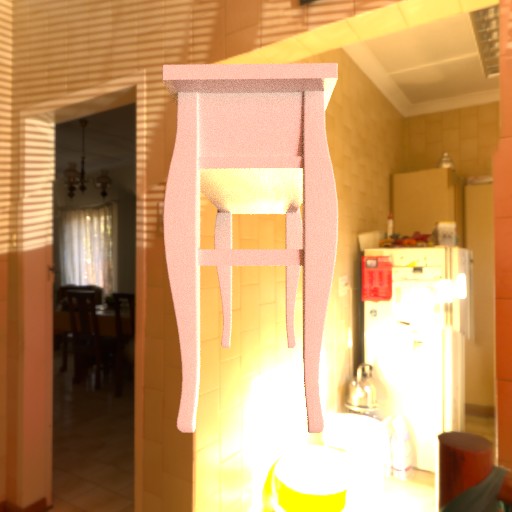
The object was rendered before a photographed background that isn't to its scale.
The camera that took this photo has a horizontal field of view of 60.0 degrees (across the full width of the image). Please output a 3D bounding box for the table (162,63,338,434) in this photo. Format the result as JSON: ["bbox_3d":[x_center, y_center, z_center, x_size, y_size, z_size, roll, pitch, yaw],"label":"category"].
[{"bbox_3d":[0.000,0.000,1.426,0.373,0.768,1.062,0,-1,1],"label":"table"}]
